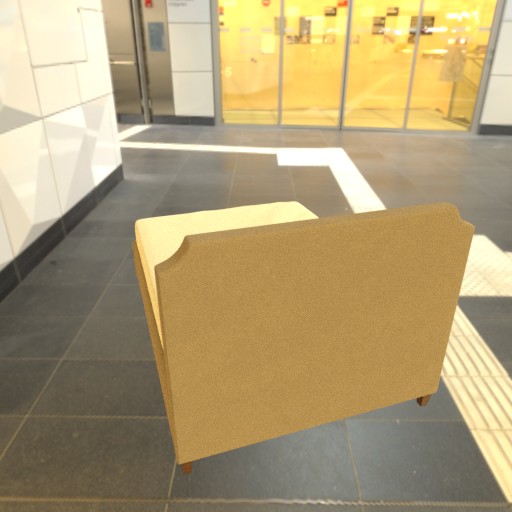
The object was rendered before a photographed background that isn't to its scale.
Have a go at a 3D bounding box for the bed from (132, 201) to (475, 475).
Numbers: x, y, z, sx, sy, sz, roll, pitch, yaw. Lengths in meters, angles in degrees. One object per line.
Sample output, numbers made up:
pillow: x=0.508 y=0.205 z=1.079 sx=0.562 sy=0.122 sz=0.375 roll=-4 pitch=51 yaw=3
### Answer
bed: x=0.000 y=0.000 z=3.362 sx=1.703 sy=1.415 sz=2.329 roll=-9 pitch=27 yaw=-17
